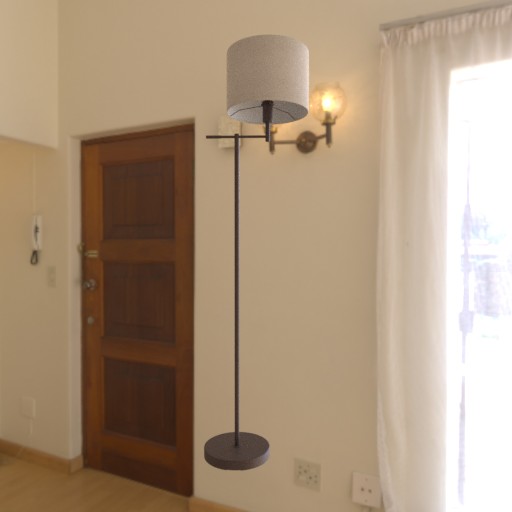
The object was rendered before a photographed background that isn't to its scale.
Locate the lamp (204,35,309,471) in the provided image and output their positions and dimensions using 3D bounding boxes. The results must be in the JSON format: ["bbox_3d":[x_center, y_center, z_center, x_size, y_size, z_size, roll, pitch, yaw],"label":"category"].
[{"bbox_3d":[0.000,0.000,1.769,0.416,1.600,0.324,0,1,1],"label":"lamp"}]
